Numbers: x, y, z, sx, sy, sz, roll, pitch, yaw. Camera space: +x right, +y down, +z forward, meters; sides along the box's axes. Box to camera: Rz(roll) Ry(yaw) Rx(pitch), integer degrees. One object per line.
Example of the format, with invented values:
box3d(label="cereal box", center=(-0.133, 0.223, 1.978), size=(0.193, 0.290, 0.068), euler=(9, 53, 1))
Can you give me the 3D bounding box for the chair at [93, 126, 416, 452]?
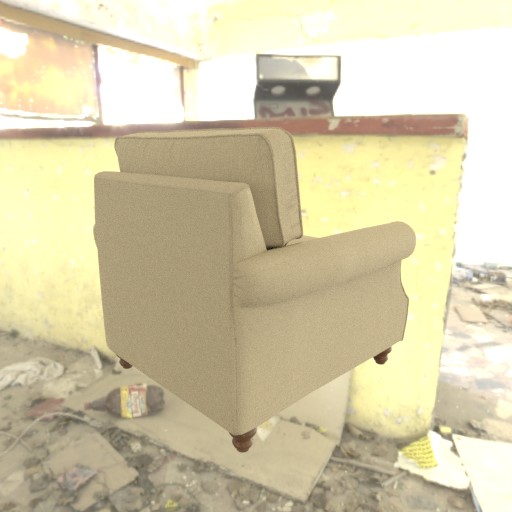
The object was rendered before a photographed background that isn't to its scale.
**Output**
box3d(label="chair", center=(0.000, 0.000, 1.779), size=(0.966, 0.967, 1.029), euler=(-13, 19, -42))
